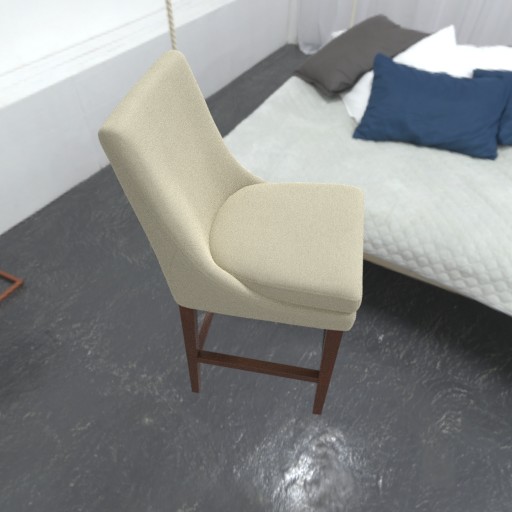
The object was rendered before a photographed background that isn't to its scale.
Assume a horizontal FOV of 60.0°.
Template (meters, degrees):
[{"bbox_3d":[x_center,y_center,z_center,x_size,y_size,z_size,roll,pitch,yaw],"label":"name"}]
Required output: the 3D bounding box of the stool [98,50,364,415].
[{"bbox_3d":[0.000,0.000,1.282,0.577,0.981,0.470,7,46,7],"label":"stool"}]
